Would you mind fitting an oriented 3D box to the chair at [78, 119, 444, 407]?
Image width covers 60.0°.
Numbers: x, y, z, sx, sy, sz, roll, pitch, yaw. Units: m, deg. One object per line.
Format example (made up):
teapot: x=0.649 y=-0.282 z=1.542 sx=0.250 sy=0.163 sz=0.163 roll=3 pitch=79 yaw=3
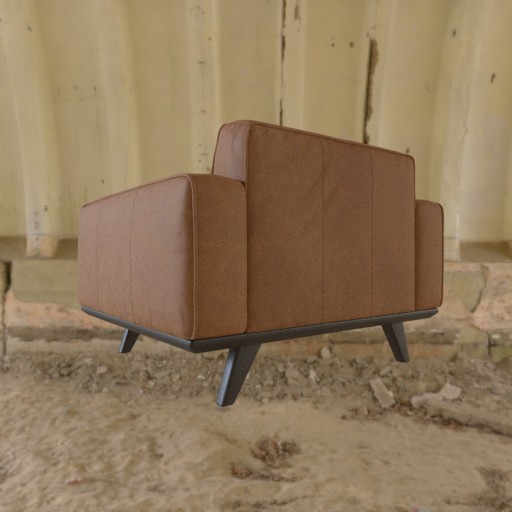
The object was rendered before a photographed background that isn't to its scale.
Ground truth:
chair: x=0.000 y=0.000 z=1.720 sx=1.118 sy=0.782 sz=0.952 roll=0 pitch=1 yaw=-36
